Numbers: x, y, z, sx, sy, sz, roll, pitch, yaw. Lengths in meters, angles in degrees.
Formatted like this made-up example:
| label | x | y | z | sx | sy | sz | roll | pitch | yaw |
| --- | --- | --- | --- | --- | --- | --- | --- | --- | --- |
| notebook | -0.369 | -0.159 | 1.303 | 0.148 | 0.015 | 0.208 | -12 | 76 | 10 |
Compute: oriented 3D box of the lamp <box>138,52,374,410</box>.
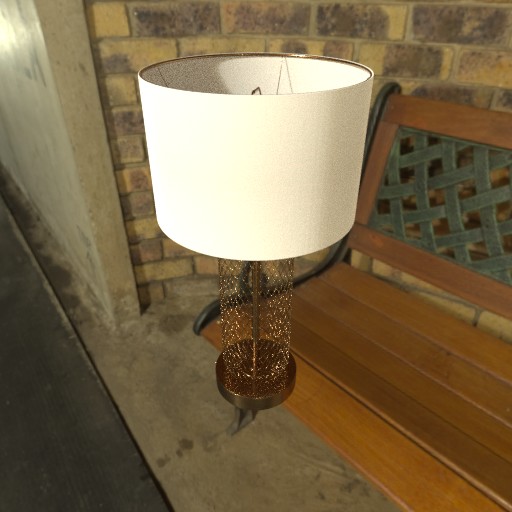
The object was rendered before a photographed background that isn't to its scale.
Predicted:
| label | x | y | z | sx | sy | sz | roll | pitch | yaw |
| --- | --- | --- | --- | --- | --- | --- | --- | --- | --- |
| lamp | 0.000 | 0.000 | 0.613 | 0.252 | 0.483 | 0.252 | 9 | 33 | 14 |
